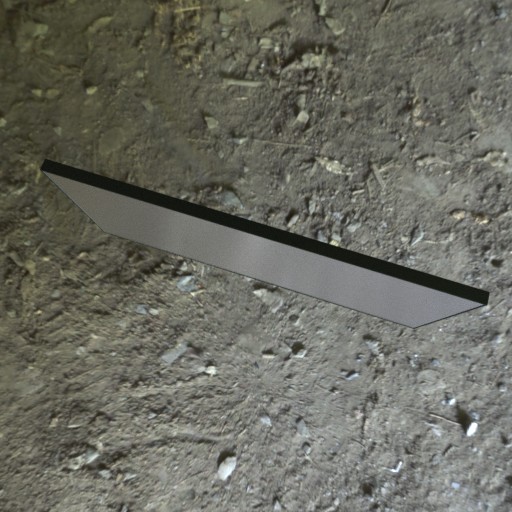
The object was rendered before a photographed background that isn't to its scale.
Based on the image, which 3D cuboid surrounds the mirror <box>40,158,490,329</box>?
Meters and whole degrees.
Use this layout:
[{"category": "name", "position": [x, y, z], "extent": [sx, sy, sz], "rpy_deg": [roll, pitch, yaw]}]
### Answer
[{"category": "mirror", "position": [0.000, 0.000, 1.833], "extent": [1.584, 0.692, 0.047], "rpy_deg": [17, 75, 5]}]
